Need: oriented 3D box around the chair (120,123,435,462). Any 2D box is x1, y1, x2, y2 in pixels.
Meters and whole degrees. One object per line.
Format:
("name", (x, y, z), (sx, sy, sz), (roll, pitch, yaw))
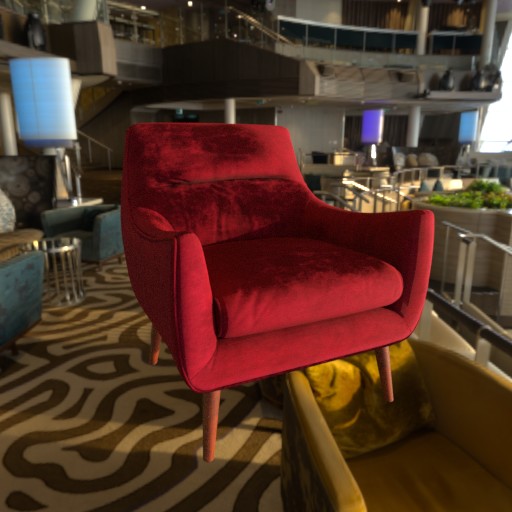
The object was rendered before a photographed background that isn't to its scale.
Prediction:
("chair", (0.000, 0.000, 1.417), (0.762, 0.838, 0.787), (-7, 16, -26))
